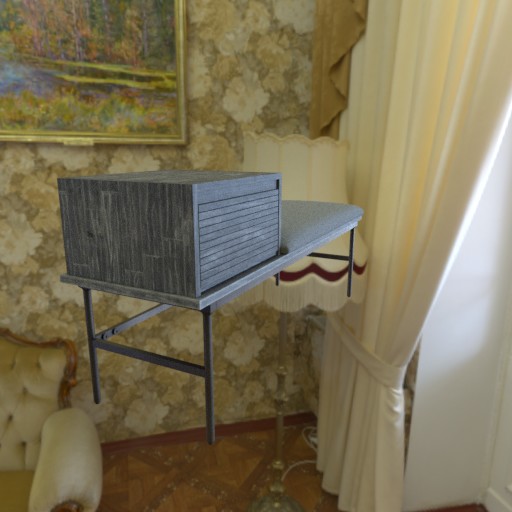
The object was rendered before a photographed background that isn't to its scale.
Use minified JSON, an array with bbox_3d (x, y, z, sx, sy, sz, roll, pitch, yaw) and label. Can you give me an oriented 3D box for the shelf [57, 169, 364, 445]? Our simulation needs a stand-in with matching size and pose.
[{"bbox_3d":[0.000,0.000,1.623,0.457,0.633,1.342,7,16,26],"label":"shelf"}]
